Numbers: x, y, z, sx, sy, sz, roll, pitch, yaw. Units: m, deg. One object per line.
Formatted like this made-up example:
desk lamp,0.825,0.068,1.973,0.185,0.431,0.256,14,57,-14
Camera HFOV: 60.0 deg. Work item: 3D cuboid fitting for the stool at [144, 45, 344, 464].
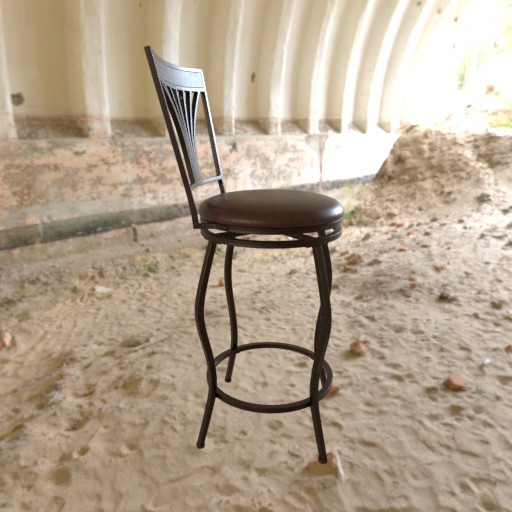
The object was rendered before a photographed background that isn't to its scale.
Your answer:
stool,0.000,0.000,1.352,0.514,1.117,0.433,3,16,9
